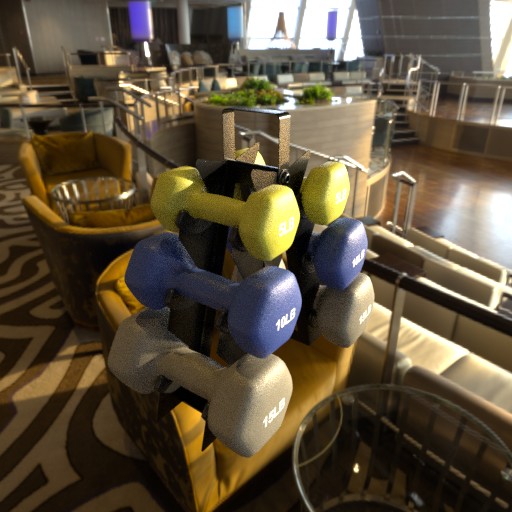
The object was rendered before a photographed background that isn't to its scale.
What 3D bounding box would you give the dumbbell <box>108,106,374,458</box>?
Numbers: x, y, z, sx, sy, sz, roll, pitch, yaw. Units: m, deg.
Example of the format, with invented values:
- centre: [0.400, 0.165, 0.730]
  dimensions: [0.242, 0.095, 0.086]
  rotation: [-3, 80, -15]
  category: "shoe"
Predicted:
- centre: [0.000, 0.000, 0.674]
  dimensions: [0.261, 0.426, 0.416]
  rotation: [18, 31, 32]
  category: "dumbbell"
